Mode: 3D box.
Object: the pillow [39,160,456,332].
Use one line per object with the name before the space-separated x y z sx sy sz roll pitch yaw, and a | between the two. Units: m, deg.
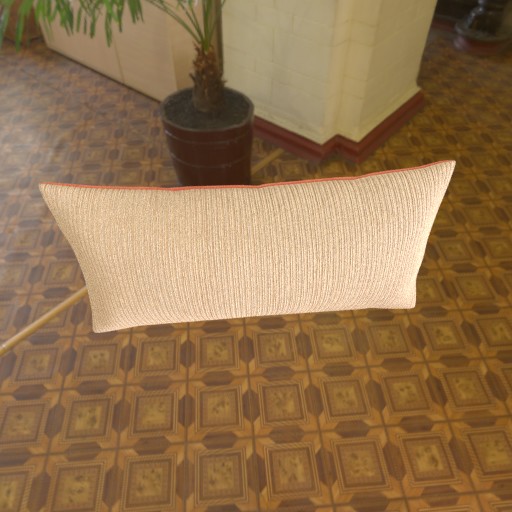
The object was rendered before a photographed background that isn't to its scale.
pillow | 0.000 0.000 0.735 0.608 0.307 0.155 -4 48 -4
